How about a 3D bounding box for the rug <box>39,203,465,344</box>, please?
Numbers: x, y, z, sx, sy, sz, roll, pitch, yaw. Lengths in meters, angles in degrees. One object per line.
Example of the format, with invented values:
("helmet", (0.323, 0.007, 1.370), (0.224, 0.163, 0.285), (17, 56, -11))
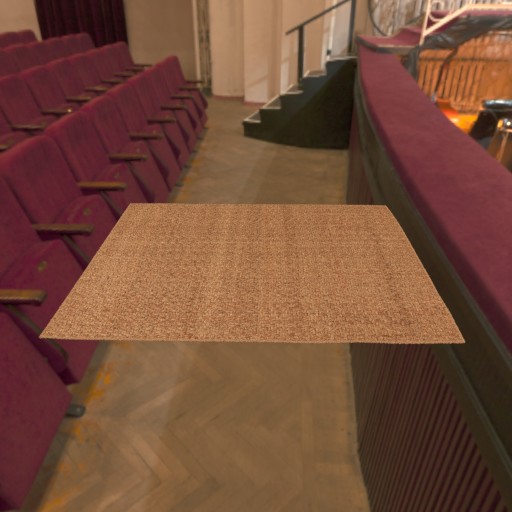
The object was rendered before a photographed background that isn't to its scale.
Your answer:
("rug", (0.000, 0.000, 4.170), (3.048, 0.013, 2.439), (1, 30, 1))
